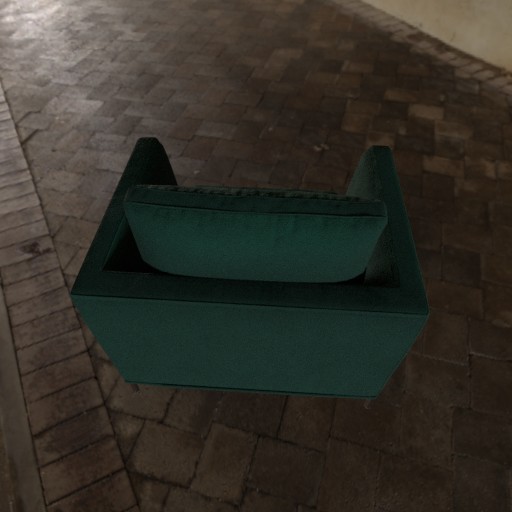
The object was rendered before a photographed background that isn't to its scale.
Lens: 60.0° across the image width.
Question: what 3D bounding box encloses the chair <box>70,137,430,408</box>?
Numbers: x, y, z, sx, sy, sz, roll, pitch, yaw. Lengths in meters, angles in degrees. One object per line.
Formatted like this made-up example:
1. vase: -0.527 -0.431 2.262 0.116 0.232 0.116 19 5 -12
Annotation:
1. chair: 0.000 0.000 1.724 1.047 0.997 0.852 3 47 3
